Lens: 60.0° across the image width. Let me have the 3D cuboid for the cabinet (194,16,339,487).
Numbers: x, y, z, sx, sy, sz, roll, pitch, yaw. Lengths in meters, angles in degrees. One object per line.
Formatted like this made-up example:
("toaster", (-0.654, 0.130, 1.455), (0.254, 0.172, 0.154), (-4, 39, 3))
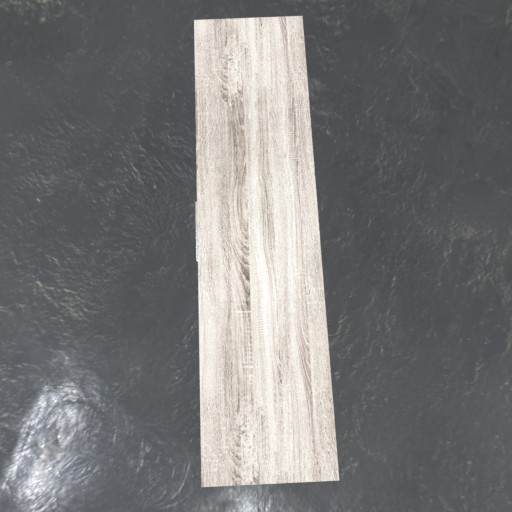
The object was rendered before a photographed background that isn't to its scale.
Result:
("cabinet", (0.000, 0.000, 1.778), (0.380, 0.900, 1.450), (-2, 77, -1))
